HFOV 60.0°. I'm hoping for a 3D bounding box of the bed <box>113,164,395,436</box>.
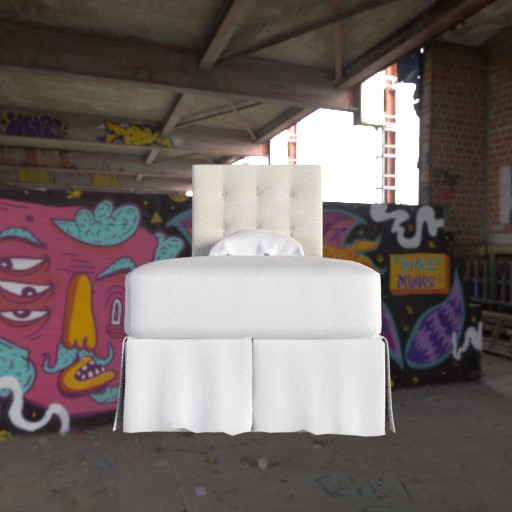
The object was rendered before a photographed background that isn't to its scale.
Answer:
[{"bbox_3d":[0.000,0.000,2.924,1.261,1.571,1.997,0,1,1],"label":"bed"}]
